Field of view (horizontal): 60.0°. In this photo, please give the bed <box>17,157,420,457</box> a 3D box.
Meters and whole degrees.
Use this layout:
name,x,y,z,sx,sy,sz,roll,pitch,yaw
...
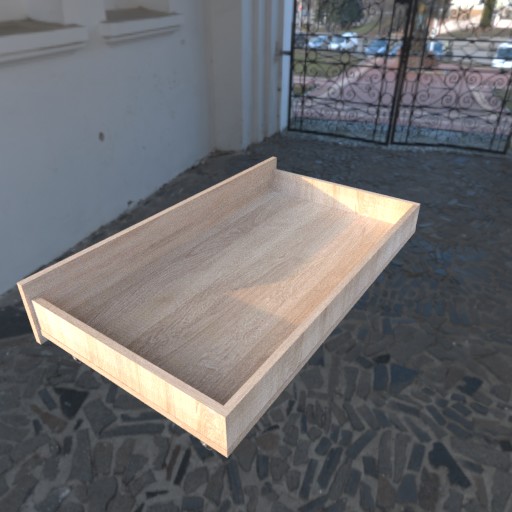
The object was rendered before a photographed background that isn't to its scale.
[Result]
name,x,y,z,sx,sy,sz,roll,pitch,yaw
bed,0.000,0.000,1.449,0.685,0.209,1.200,20,37,29
